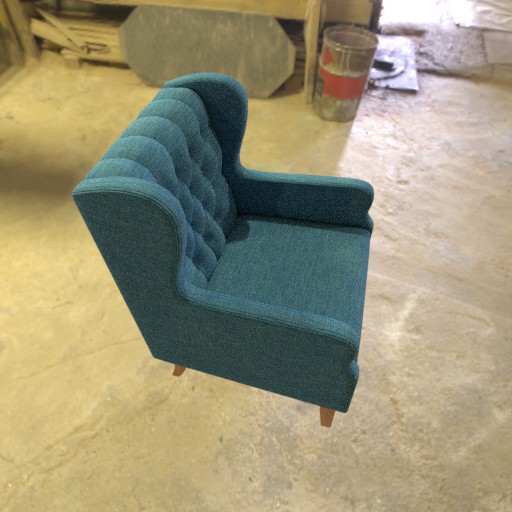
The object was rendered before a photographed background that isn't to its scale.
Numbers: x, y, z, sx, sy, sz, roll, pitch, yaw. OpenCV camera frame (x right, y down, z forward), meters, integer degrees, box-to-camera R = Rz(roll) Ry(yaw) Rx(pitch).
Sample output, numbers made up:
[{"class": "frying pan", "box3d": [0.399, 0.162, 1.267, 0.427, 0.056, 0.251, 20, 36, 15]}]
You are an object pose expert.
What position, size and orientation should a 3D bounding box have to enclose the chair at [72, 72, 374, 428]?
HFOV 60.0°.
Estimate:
[{"class": "chair", "box3d": [0.000, 0.000, 1.512, 0.775, 0.952, 0.711, 10, 47, 10]}]
